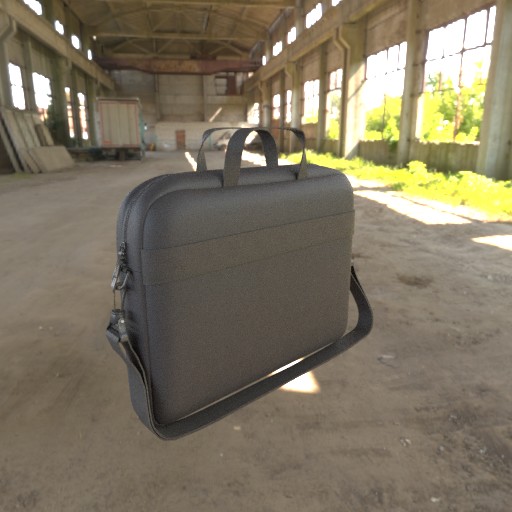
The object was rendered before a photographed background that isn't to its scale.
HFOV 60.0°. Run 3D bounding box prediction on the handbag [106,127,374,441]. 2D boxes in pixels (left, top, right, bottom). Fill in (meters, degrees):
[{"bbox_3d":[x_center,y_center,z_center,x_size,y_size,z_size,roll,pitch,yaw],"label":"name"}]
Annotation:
[{"bbox_3d":[0.000,0.000,0.593,0.429,0.330,0.126,-14,21,-41],"label":"handbag"}]
